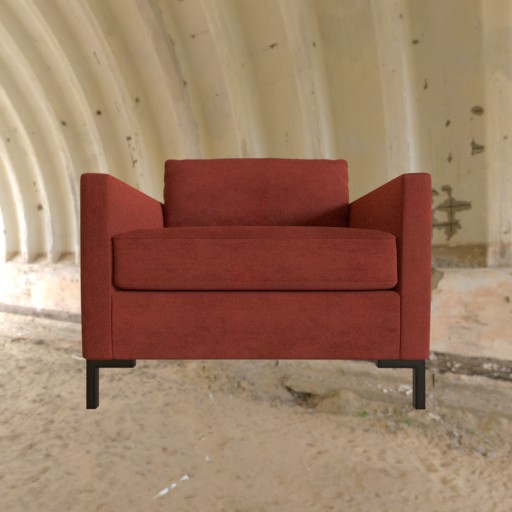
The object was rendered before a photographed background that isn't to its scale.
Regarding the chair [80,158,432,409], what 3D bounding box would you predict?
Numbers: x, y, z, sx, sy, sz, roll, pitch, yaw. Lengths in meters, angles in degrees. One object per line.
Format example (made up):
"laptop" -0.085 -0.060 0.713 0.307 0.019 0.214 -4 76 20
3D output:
"chair" 0.000 0.000 1.574 0.964 0.812 0.875 0 0 0
